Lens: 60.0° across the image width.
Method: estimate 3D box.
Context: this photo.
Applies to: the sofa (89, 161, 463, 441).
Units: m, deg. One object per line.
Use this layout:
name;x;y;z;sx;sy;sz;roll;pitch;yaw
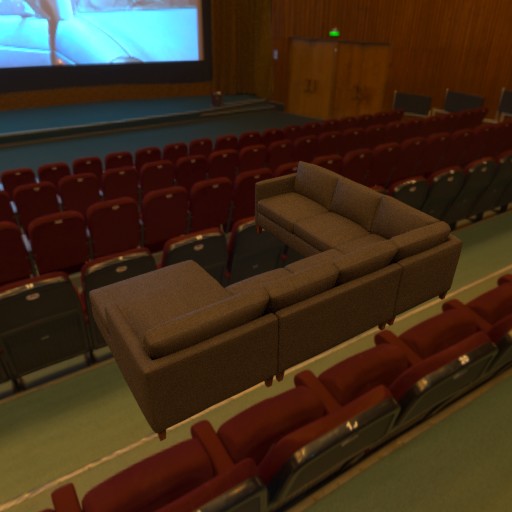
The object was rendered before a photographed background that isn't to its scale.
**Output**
sofa;0.000;0.000;4.784;3.460;0.961;2.594;-18;35;-28
